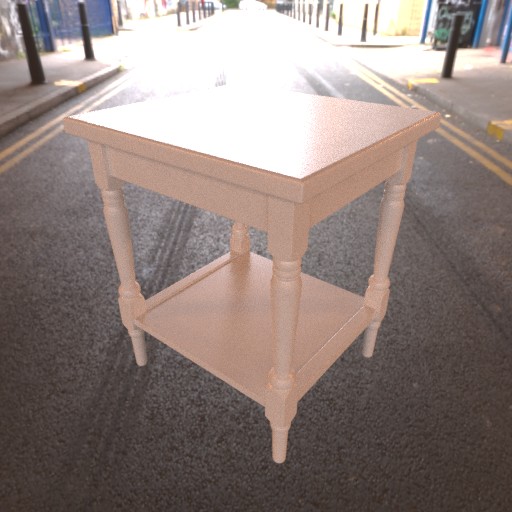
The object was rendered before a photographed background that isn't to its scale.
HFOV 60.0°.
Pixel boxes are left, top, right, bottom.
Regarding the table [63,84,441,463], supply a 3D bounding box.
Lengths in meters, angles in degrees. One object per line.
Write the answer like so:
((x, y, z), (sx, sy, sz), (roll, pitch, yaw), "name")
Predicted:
((0.000, 0.000, 0.906), (0.488, 0.565, 0.442), (22, 37, 33), "table")
